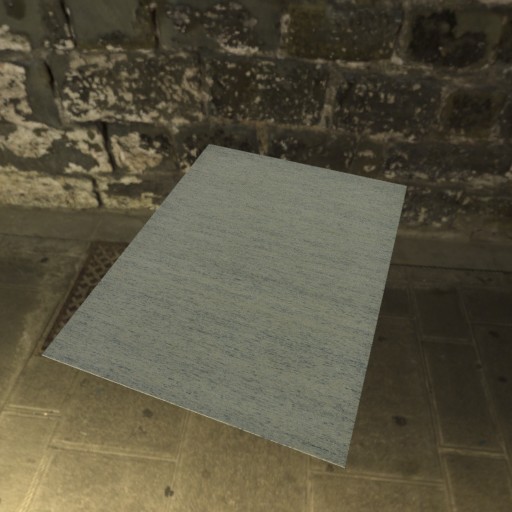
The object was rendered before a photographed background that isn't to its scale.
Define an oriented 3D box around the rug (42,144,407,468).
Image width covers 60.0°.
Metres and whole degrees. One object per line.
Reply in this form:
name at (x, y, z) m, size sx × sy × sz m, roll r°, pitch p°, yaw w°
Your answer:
rug at (0.000, 0.000, 4.251) m, size 2.438 × 0.006 × 3.197 m, roll 15°, pitch 49°, yaw 14°
